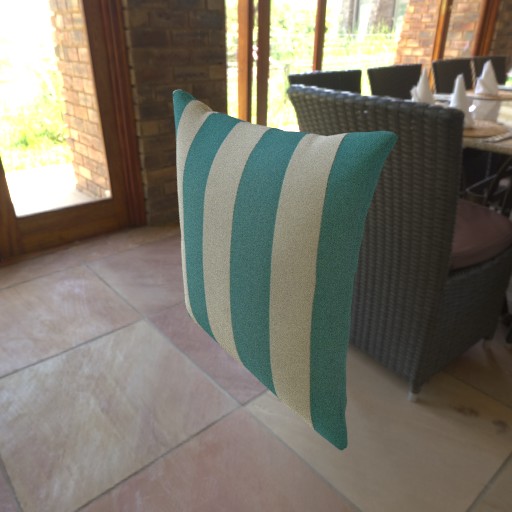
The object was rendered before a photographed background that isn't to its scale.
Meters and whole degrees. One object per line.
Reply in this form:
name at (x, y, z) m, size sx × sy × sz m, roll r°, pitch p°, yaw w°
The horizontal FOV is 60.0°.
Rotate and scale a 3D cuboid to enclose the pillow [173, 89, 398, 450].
pillow at (0.000, 0.000, 0.802) m, size 0.189 × 0.526 × 0.536 m, roll -19°, pitch 32°, yaw -33°
